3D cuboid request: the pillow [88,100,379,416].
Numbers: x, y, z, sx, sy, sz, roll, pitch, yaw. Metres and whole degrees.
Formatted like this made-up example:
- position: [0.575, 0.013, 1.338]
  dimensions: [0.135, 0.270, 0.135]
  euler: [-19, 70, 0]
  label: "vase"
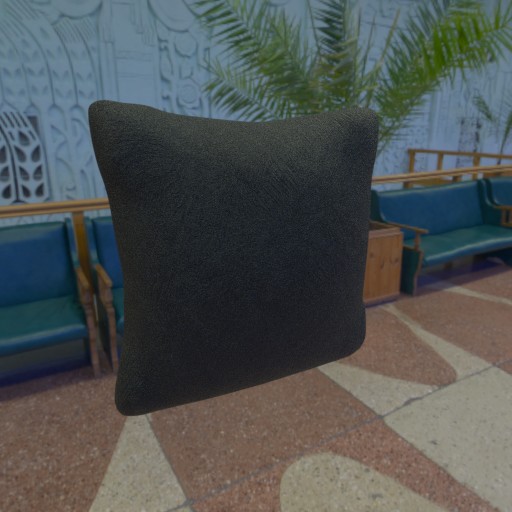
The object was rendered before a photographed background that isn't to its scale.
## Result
- position: [0.000, 0.000, 0.799]
  dimensions: [0.533, 0.523, 0.210]
  euler: [-9, 19, -26]
  label: "pillow"
